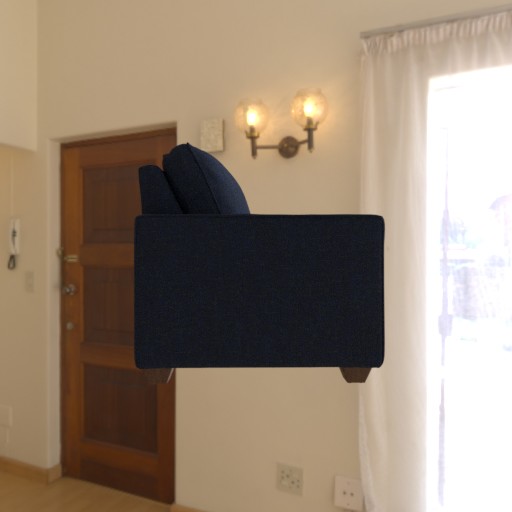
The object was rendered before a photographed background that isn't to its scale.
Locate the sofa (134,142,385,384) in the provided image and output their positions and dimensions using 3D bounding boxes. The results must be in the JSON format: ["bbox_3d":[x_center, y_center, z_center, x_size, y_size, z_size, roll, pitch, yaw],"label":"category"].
[{"bbox_3d":[0.000,0.000,2.592,0.940,0.919,2.080,0,0,-1],"label":"sofa"}]
